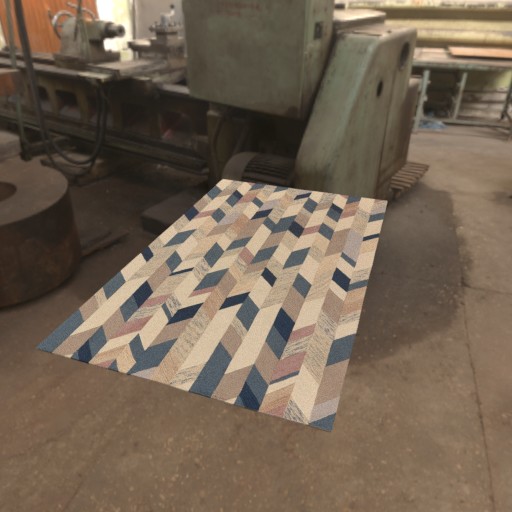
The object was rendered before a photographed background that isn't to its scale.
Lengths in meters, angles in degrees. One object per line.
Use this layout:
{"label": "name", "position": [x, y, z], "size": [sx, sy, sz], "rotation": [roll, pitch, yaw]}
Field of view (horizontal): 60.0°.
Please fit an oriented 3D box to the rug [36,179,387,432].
{"label": "rug", "position": [0.000, 0.000, 2.988], "size": [1.513, 0.008, 2.423], "rotation": [10, 33, 16]}
